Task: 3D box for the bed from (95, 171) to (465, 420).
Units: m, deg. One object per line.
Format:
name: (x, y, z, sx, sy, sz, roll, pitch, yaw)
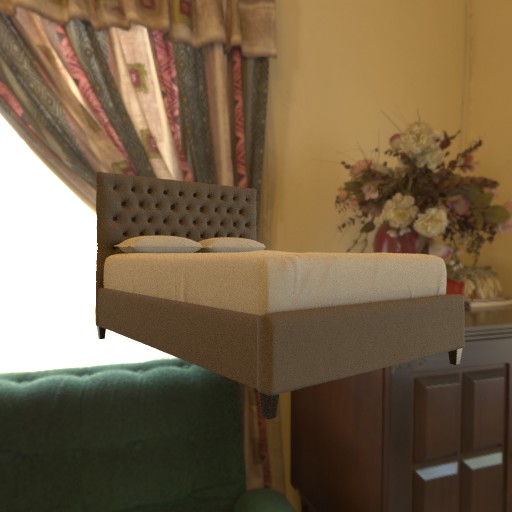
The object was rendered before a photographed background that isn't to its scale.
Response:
bed: (0.000, 0.000, 3.363, 1.698, 1.427, 2.387, 0, 0, -37)
